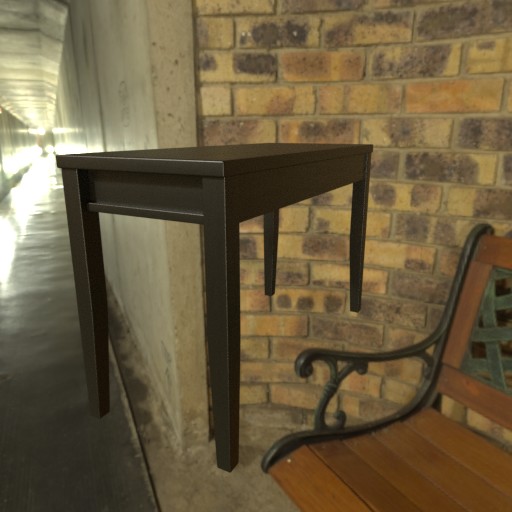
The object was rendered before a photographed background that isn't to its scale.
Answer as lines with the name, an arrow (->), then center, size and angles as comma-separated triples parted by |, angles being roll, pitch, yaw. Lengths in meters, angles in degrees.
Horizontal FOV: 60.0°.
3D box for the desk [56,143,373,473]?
desk -> 0.000, 0.000, 1.635 | 0.508, 0.775, 1.220 | 8, 18, 27
